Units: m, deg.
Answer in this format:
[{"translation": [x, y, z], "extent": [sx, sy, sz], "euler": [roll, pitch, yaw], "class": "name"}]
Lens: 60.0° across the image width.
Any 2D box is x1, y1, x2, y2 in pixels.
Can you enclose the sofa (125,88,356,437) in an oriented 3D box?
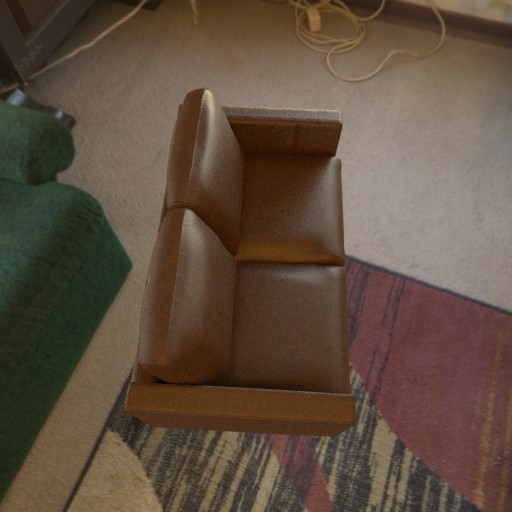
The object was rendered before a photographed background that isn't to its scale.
[{"translation": [0.000, 0.000, 2.193], "extent": [0.909, 0.951, 1.578], "euler": [3, 63, 1], "class": "sofa"}]
